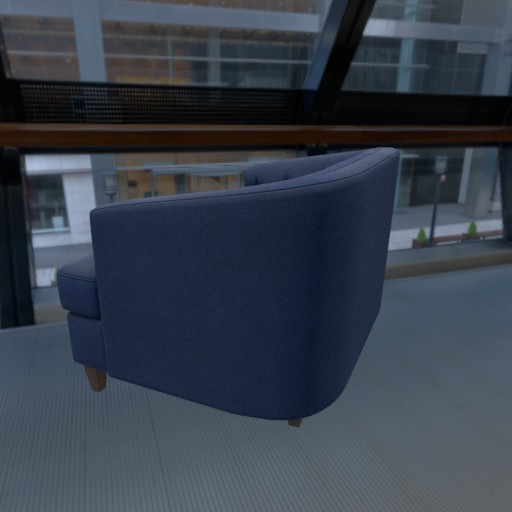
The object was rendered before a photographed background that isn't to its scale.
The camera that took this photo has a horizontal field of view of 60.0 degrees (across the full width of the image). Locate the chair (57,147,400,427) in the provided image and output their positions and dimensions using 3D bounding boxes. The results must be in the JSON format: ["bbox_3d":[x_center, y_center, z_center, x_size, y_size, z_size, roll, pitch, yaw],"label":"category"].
[{"bbox_3d":[0.000,0.000,1.703,0.914,0.787,1.118,8,20,23],"label":"chair"}]
